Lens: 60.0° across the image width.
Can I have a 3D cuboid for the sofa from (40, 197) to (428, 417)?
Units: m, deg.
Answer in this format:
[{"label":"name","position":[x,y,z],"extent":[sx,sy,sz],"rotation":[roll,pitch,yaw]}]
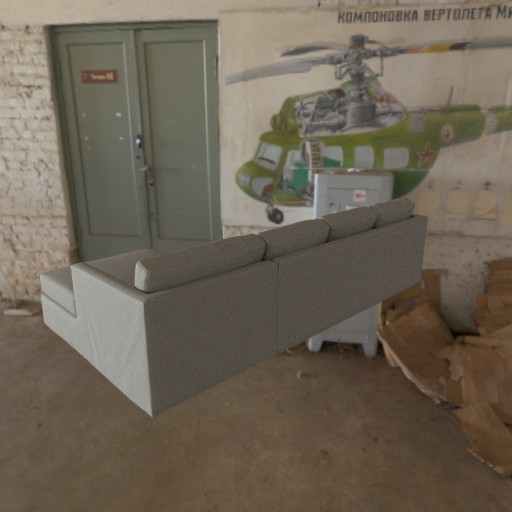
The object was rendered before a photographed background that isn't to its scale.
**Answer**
[{"label":"sofa","position":[0.000,0.000,3.931],"extent":[3.177,0.867,1.622],"rotation":[-16,23,-42]}]
